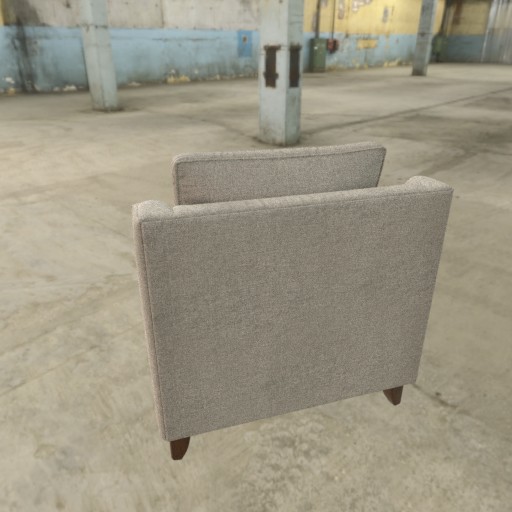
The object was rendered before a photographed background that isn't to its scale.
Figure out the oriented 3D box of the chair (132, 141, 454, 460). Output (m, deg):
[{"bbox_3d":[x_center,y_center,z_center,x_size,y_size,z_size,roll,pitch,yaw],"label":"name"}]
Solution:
[{"bbox_3d":[0.000,0.000,1.590,0.838,0.864,0.918,-8,26,-16],"label":"chair"}]
